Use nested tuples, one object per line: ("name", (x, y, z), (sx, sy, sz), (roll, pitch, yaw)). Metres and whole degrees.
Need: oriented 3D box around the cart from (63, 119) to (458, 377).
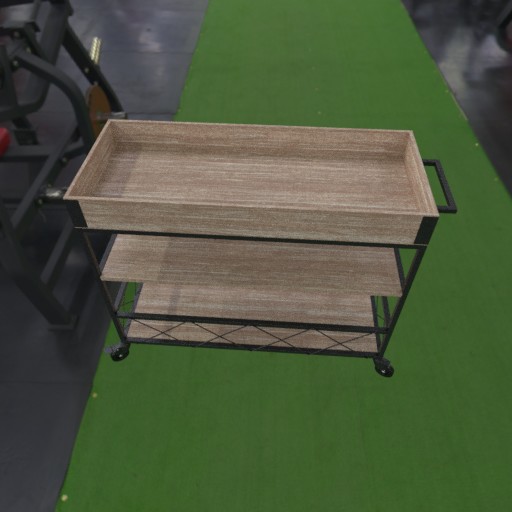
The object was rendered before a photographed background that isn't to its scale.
("cart", (0.000, 0.000, 1.549), (1.101, 0.787, 0.500), (3, 47, 3))
